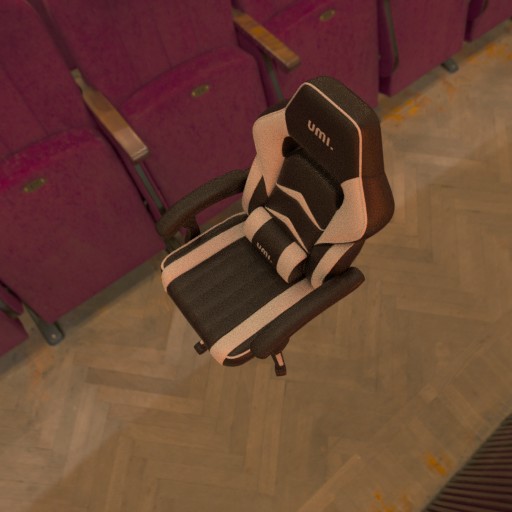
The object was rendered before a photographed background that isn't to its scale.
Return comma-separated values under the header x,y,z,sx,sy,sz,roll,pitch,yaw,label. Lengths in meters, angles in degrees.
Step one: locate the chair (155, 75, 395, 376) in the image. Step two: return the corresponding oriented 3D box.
x,y,z,sx,sy,sz,roll,pitch,yaw,label
0.000,0.000,1.643,0.700,1.200,0.676,-35,69,-16,chair
